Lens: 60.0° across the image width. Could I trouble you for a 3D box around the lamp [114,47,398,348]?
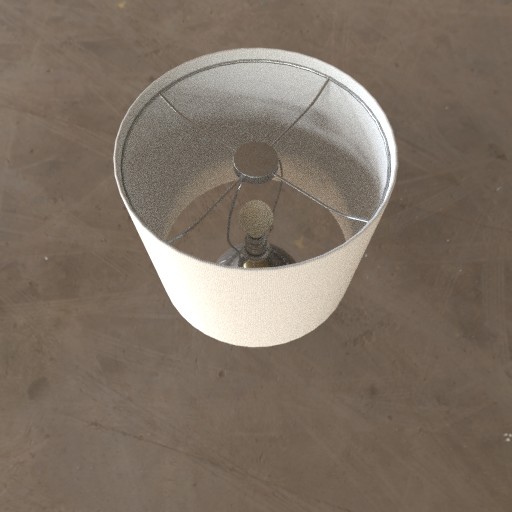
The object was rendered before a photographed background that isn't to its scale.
[{"bbox_3d":[0.000,0.000,0.487,0.207,0.366,0.207,35,68,16],"label":"lamp"}]
